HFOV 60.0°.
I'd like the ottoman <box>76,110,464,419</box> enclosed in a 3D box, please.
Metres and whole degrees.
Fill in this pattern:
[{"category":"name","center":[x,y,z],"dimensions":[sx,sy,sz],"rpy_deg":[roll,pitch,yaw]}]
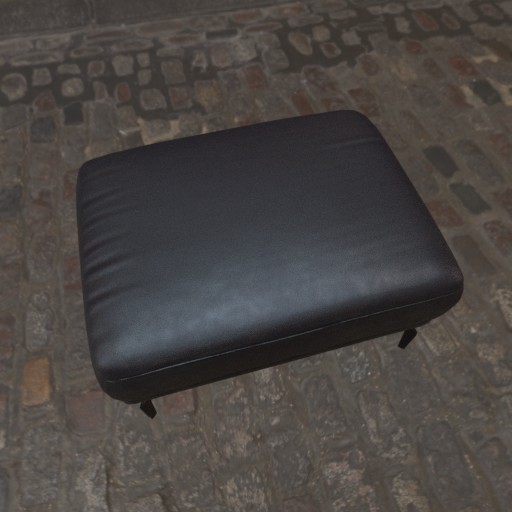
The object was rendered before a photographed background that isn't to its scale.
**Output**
[{"category":"ottoman","center":[0.000,0.000,1.084],"dimensions":[0.764,0.402,0.570],"rpy_deg":[-13,58,-8]}]
